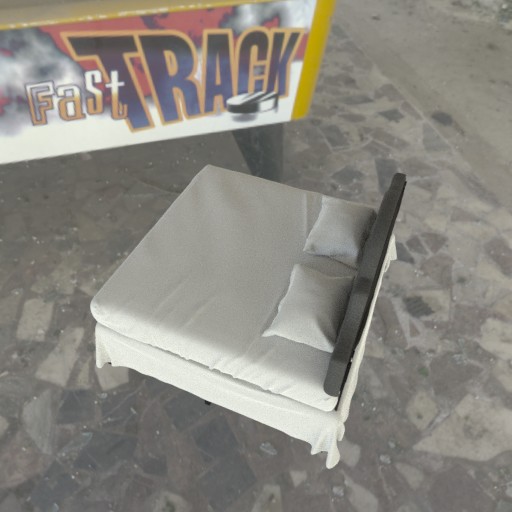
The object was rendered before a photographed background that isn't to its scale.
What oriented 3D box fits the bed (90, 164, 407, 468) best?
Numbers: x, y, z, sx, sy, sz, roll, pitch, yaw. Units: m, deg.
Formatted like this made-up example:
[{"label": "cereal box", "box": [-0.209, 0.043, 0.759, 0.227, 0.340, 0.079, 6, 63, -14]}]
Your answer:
[{"label": "bed", "box": [0.000, 0.000, 3.699, 2.222, 1.631, 2.303, 17, 49, 15]}]
